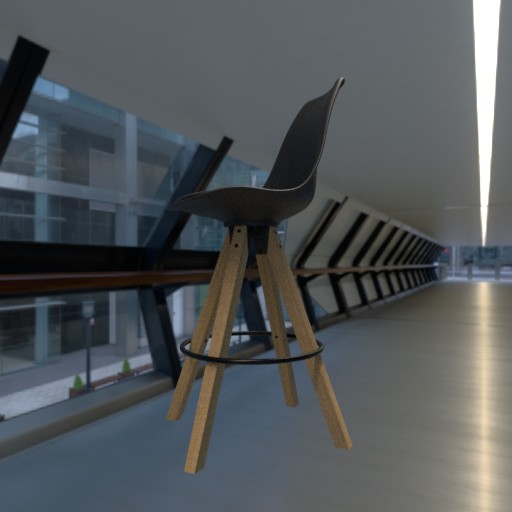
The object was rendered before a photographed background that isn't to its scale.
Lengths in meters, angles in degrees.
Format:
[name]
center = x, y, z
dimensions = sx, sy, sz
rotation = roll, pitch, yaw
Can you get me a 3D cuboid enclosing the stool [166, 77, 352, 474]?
[stool]
center = 0.000, 0.000, 1.407
dimensions = 0.550, 1.115, 0.485
rotation = 0, 0, -18
